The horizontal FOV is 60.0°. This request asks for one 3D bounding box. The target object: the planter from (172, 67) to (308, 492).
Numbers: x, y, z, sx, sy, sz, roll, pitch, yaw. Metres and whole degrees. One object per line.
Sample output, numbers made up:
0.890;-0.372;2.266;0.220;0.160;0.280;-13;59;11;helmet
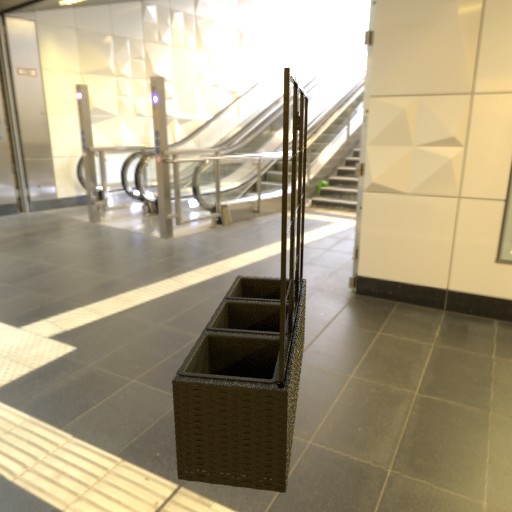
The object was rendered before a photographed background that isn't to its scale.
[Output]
0.000;0.000;1.173;0.244;0.841;0.698;3;16;9;planter
